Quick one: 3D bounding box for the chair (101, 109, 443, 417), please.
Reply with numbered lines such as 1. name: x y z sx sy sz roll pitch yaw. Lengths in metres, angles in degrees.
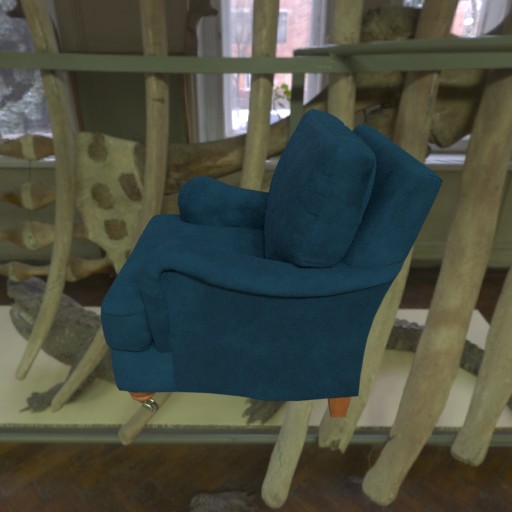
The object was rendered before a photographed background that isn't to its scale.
1. chair: 0.000 0.000 1.828 1.078 1.076 0.895 0 26 0
